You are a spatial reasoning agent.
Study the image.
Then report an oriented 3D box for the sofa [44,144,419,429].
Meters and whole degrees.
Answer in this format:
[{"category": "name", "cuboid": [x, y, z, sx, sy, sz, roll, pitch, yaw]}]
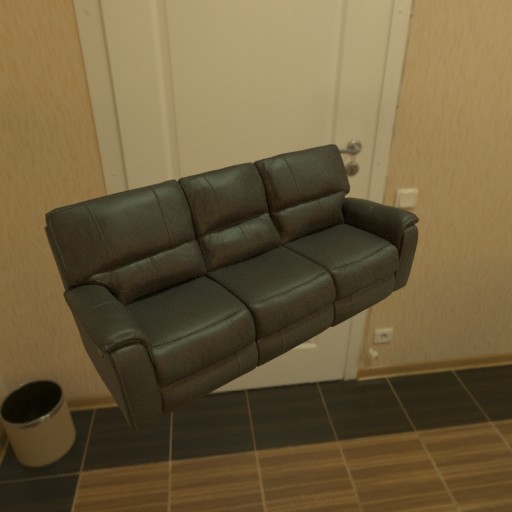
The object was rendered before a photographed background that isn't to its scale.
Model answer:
[{"category": "sofa", "cuboid": [0.000, 0.000, 3.251, 2.627, 1.134, 1.104, -20, 35, -32]}]
